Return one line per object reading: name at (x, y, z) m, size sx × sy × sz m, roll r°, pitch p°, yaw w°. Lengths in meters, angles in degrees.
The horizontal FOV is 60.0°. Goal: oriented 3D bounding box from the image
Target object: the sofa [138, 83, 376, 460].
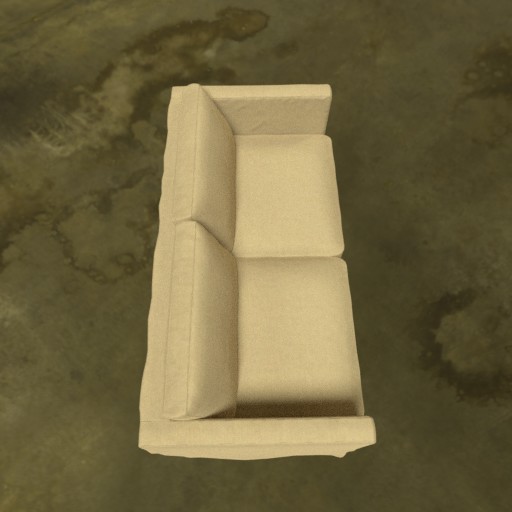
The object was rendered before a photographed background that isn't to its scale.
sofa at (0.000, 0.000, 2.381) m, size 0.962 × 0.835 × 1.959 m, roll -1°, pitch 63°, yaw 0°
